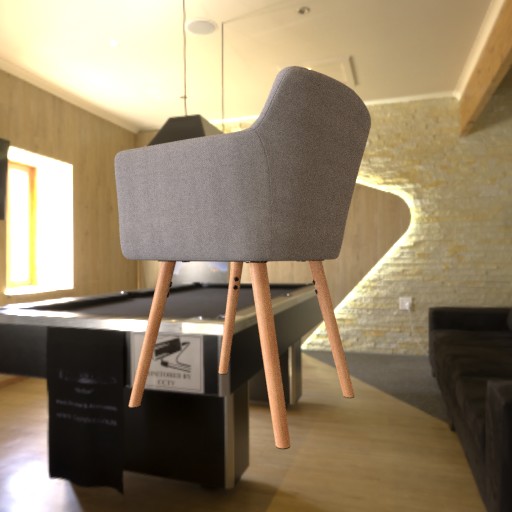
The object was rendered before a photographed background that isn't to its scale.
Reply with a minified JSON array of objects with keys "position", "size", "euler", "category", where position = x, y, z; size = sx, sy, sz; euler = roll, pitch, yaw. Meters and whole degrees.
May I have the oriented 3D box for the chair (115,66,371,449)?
[{"position":[0.000,0.000,1.166],"size":[0.540,0.780,0.570],"euler":[0,0,33],"category":"chair"}]
